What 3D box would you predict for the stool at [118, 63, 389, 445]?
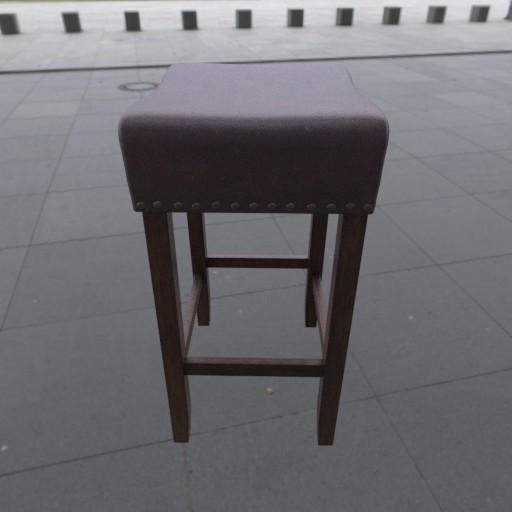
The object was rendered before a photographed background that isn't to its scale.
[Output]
[{"bbox_3d":[0.000,0.000,1.027,0.401,0.769,0.465,1,33,1],"label":"stool"}]
